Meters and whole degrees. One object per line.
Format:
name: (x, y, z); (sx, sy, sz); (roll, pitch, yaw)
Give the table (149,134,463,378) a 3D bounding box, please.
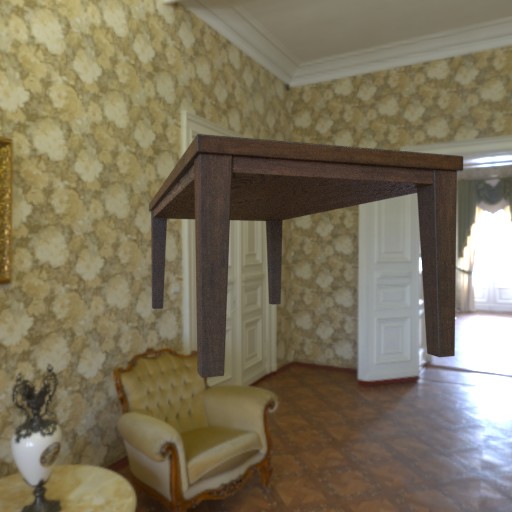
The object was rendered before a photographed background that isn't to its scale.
table: (0.000, 0.000, 2.464); (1.016, 0.762, 1.981); (0, 0, -18)
